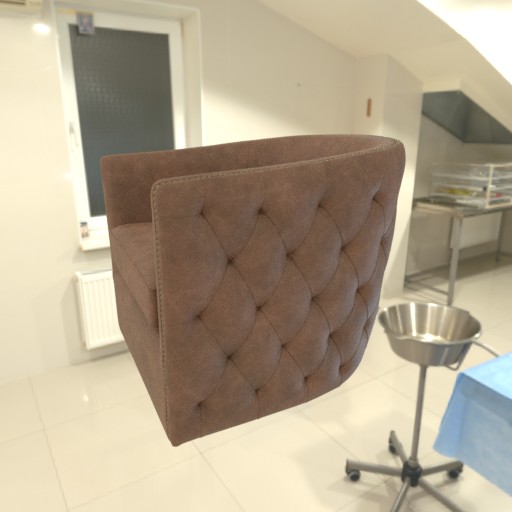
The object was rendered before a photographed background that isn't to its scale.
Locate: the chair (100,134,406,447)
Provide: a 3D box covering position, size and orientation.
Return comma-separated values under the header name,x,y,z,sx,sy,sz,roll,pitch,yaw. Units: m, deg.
name,x,y,z,sx,sy,sz,roll,pitch,yaw
chair,0.000,0.000,1.512,0.870,0.790,0.850,-8,19,-25
